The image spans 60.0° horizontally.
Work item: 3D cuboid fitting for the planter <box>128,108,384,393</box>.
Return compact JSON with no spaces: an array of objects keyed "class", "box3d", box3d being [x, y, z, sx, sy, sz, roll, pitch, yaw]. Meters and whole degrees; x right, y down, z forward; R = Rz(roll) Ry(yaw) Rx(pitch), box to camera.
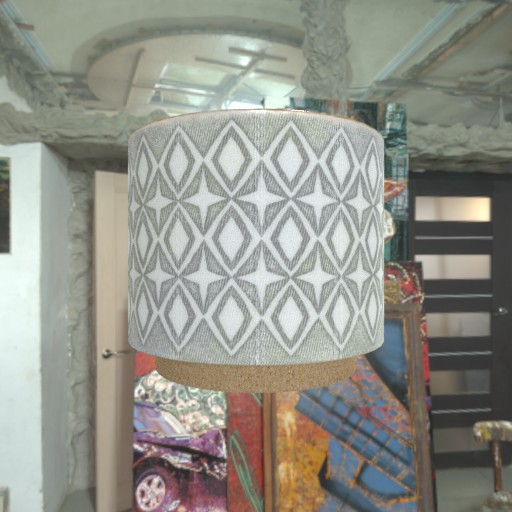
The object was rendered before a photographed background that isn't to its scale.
[{"class":"planter","box3d":[0.000,0.000,0.459,0.255,0.223,0.255,0,0,0]}]
